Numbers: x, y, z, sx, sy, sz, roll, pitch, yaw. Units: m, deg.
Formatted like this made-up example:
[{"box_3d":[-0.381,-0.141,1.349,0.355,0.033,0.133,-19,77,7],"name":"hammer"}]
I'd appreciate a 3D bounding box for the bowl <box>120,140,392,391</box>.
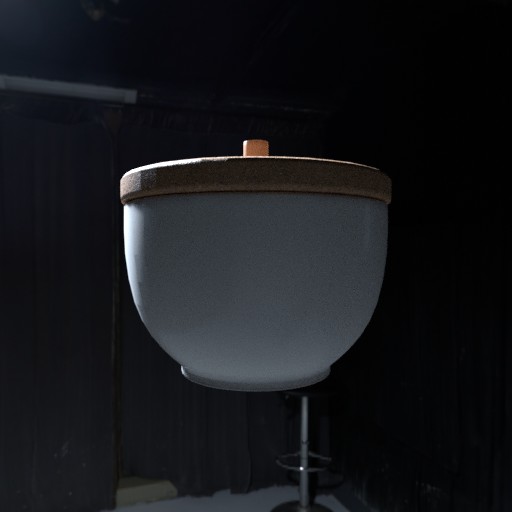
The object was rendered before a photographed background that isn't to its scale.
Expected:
[{"box_3d":[0.000,0.000,0.216,0.126,0.110,0.126,0,1,0],"name":"bowl"}]
